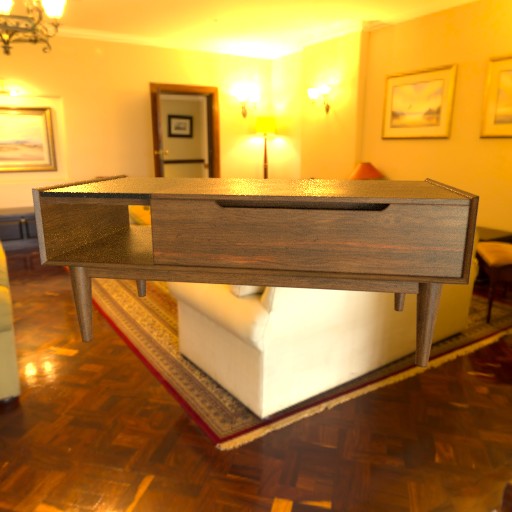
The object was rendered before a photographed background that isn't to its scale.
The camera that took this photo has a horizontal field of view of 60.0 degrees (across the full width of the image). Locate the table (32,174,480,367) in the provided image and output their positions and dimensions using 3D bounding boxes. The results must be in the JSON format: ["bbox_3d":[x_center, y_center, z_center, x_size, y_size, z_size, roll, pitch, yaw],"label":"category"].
[{"bbox_3d":[0.000,0.000,1.547,1.221,0.508,0.610,2,14,9],"label":"table"}]
